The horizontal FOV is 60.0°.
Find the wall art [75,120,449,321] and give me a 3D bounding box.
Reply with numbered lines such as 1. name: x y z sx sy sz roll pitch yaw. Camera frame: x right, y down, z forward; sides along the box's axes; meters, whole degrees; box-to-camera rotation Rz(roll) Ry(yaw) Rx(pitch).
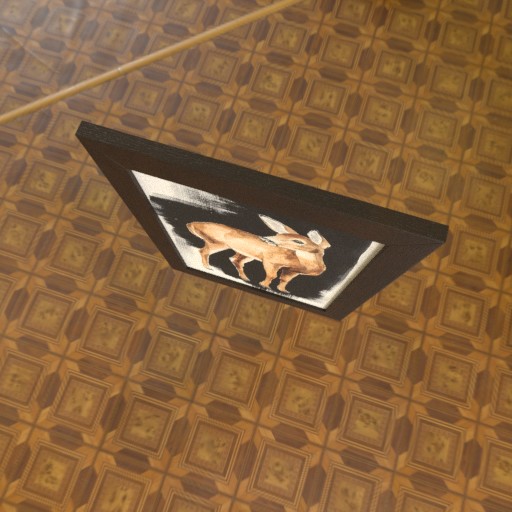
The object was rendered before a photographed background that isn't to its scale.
1. wall art: 0.000 0.000 0.657 0.359 0.513 0.017 17 75 5
